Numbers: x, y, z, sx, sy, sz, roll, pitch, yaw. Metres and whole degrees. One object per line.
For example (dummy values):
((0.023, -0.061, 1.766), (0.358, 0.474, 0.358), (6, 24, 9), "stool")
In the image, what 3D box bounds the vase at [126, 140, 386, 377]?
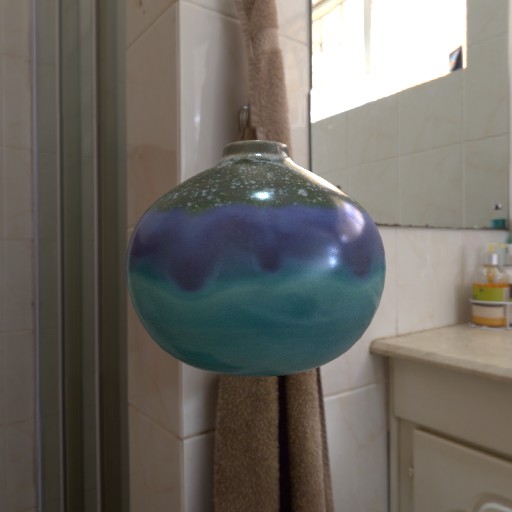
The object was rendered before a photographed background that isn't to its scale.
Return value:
((0.000, 0.000, 0.273), (0.154, 0.133, 0.154), (0, 1, 0), "vase")
